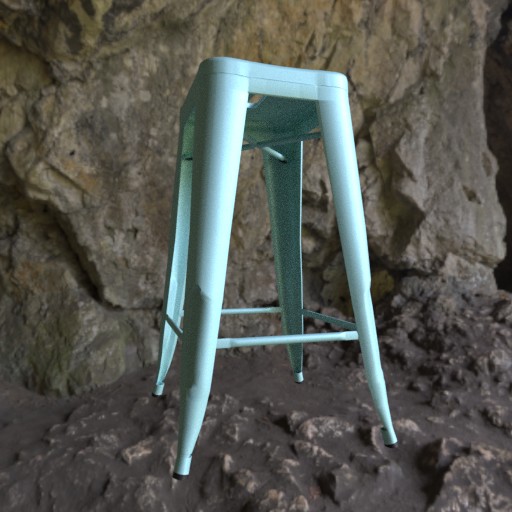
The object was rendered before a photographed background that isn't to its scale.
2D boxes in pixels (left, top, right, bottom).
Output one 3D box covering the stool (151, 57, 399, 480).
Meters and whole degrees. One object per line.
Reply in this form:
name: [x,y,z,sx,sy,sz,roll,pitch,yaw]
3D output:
stool: [0.000,0.000,0.835,0.359,0.609,0.399,0,0,-18]
